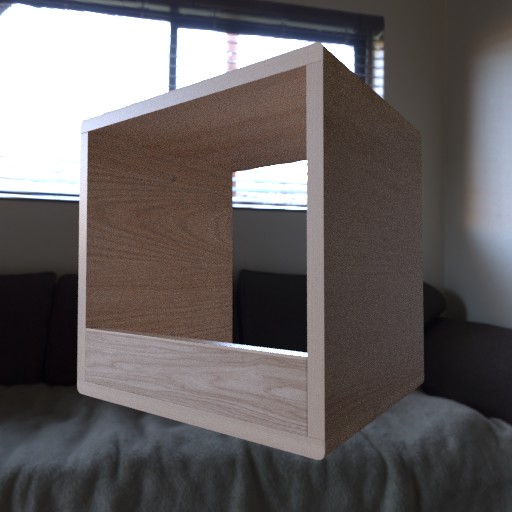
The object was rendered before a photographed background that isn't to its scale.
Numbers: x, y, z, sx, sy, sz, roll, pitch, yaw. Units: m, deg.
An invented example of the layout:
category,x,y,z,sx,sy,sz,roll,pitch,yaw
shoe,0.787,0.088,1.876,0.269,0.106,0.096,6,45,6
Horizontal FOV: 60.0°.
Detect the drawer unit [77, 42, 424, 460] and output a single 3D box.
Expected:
category,x,y,z,sx,sy,sz,roll,pitch,yaw
drawer unit,0.000,0.000,0.578,0.344,0.344,0.290,-1,-2,36
